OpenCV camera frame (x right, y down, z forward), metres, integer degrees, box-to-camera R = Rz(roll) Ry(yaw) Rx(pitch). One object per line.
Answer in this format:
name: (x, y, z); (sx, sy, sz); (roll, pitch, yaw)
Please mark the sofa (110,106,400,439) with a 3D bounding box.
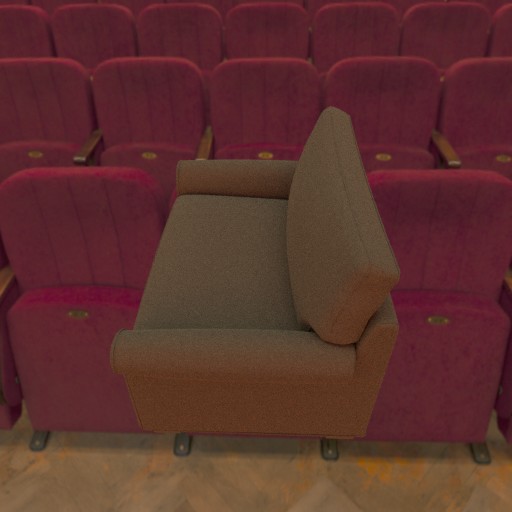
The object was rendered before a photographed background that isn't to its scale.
sofa: (0.000, 0.000, 2.030); (0.940, 0.953, 1.410); (1, 39, 2)
